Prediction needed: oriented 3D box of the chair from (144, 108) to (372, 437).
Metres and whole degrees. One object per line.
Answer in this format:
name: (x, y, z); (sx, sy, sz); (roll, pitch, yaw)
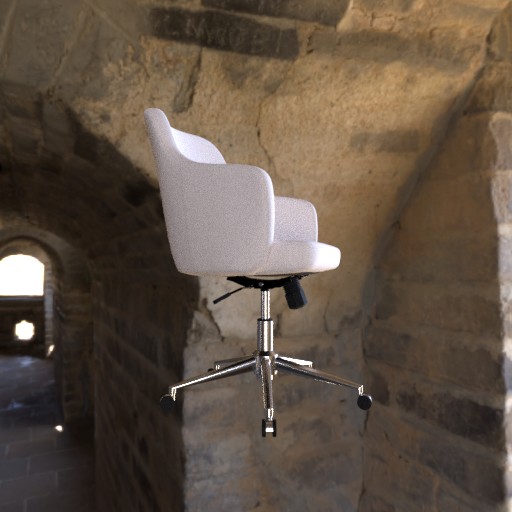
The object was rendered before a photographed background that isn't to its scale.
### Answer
chair: (0.000, 0.000, 1.286); (0.647, 0.819, 0.602); (0, -1, 18)
